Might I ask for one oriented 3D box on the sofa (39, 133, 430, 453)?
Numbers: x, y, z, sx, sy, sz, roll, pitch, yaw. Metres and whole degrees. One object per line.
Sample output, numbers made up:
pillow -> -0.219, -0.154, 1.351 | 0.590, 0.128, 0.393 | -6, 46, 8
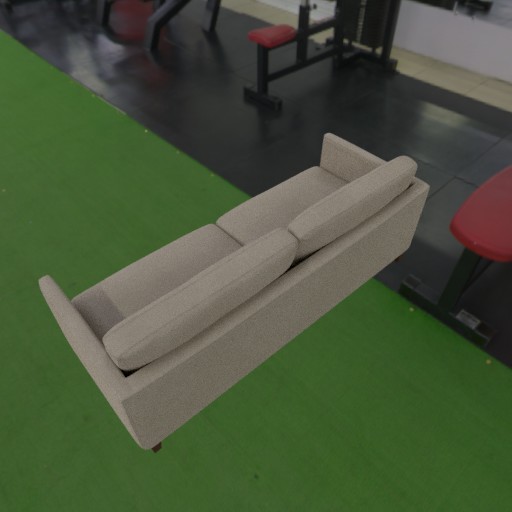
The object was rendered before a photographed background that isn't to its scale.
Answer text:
sofa -> 0.000, 0.000, 2.905 | 2.404, 0.912, 0.988 | -32, 54, -27
